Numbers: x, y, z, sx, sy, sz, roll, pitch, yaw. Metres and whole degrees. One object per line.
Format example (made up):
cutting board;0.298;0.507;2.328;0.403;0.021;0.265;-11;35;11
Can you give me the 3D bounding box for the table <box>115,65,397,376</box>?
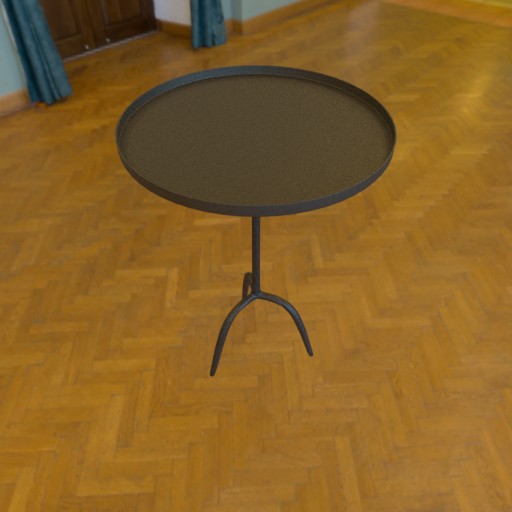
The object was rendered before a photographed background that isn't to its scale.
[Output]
table;0.000;0.000;1.056;0.502;0.700;0.502;32;53;28
